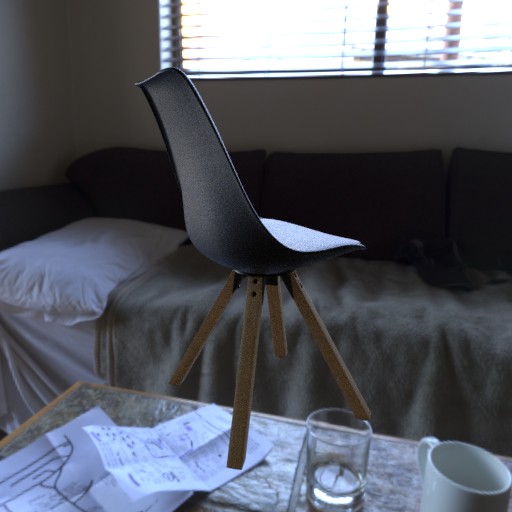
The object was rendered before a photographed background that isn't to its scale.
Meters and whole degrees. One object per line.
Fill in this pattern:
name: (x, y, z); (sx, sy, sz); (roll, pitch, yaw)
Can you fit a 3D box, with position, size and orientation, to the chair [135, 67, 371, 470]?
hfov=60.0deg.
chair: (0.000, 0.000, 1.161); (0.549, 0.850, 0.485); (-7, 16, -28)
